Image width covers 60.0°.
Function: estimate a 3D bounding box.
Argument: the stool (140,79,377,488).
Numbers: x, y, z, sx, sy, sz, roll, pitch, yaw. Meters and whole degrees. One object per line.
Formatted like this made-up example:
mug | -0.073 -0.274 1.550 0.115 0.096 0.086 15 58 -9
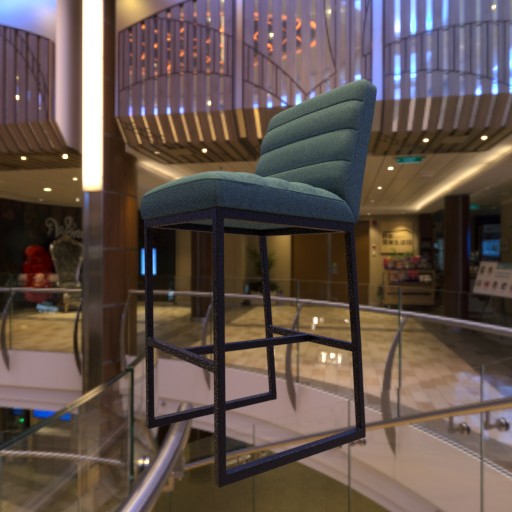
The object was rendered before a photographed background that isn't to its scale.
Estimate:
stool | 0.000 0.000 1.317 0.560 1.040 0.460 0 0 -35
